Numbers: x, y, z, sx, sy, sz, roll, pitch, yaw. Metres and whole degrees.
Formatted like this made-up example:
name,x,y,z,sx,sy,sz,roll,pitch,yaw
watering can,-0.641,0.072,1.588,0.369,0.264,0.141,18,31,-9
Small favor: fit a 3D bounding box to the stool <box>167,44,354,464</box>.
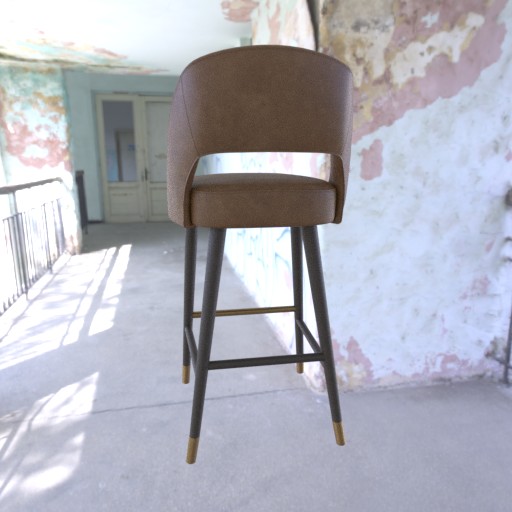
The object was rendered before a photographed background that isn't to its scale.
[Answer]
name,x,y,z,sx,sy,sz,roll,pitch,yaw
stool,0.000,0.000,1.297,0.494,1.037,0.509,-2,13,-10
